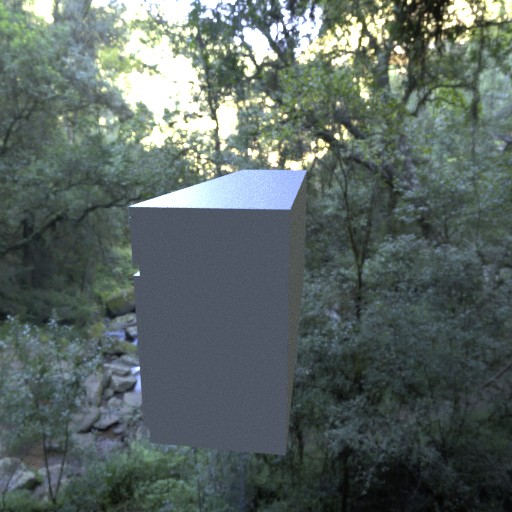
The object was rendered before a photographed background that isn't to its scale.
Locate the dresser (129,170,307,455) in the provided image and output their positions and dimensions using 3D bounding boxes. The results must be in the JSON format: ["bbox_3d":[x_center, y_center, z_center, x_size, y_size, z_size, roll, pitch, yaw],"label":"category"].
[{"bbox_3d":[0.000,0.000,2.497,0.500,0.840,2.200,2,14,7],"label":"dresser"}]
